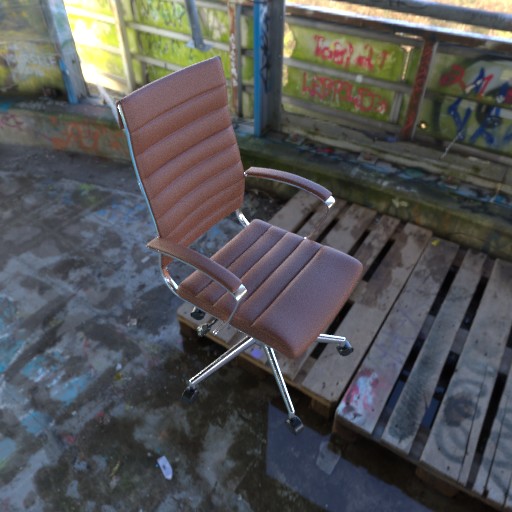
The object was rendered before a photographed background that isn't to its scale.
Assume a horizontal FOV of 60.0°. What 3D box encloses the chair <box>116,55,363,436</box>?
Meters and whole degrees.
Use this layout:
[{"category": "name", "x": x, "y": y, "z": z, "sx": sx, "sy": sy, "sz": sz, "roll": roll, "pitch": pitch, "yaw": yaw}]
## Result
[{"category": "chair", "x": 0.000, "y": 0.000, "z": 1.595, "sx": 0.739, "sy": 1.149, "sz": 0.766, "roll": 26, "pitch": 49, "yaw": 25}]
